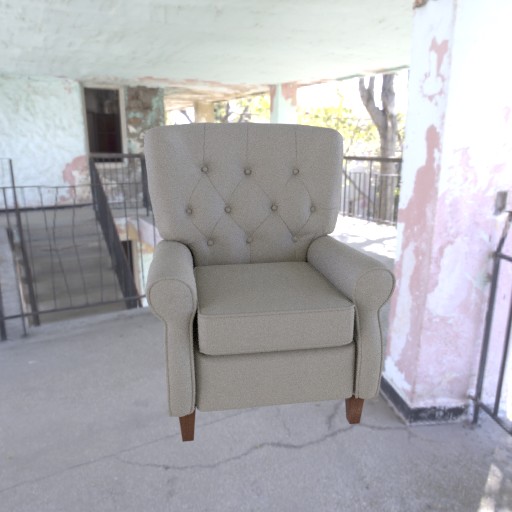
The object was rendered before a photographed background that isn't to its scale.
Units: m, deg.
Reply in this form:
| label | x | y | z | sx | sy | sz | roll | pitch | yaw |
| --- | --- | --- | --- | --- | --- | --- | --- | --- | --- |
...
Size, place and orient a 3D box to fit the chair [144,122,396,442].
| label | x | y | z | sx | sy | sz | roll | pitch | yaw |
| --- | --- | --- | --- | --- | --- | --- | --- | --- | --- |
| chair | 0.000 | 0.000 | 1.944 | 0.943 | 1.158 | 1.059 | -2 | 14 | -9 |
